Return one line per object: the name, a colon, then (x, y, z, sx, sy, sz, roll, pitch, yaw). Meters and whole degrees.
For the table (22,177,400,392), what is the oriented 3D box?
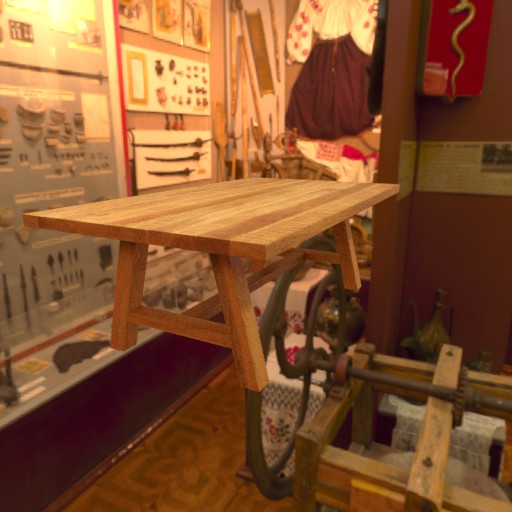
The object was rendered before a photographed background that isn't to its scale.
table: (0.000, 0.000, 1.673, 0.760, 0.455, 1.320, 8, 17, 27)
